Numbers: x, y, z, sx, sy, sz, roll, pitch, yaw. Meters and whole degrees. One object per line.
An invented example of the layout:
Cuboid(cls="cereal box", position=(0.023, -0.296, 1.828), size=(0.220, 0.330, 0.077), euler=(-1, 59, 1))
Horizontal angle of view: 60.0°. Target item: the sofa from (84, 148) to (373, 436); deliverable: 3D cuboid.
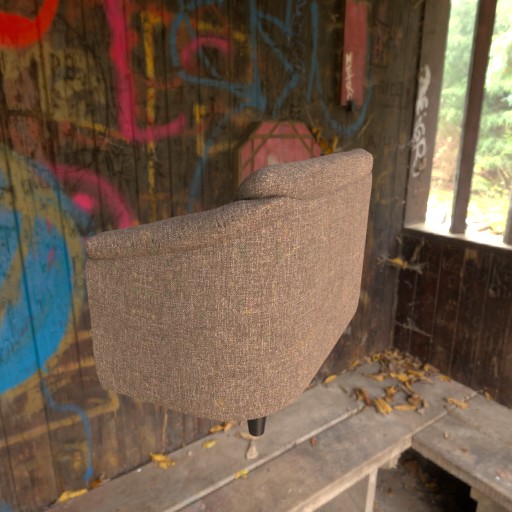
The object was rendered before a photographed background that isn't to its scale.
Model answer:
Cuboid(cls="sofa", position=(0.000, 0.000, 1.937), size=(0.799, 0.895, 1.404), euler=(8, 18, 24))
